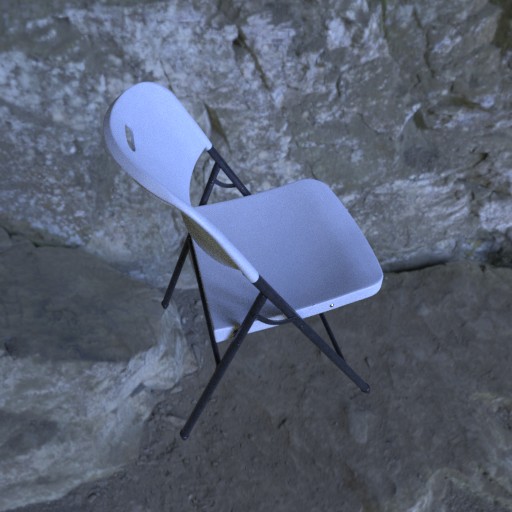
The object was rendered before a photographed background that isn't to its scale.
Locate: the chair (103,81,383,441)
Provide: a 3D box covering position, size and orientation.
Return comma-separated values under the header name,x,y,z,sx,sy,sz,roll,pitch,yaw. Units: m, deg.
name,x,y,z,sx,sy,sz,roll,pitch,yaw
chair,0.000,0.000,1.124,0.566,0.810,0.494,-11,46,-10
